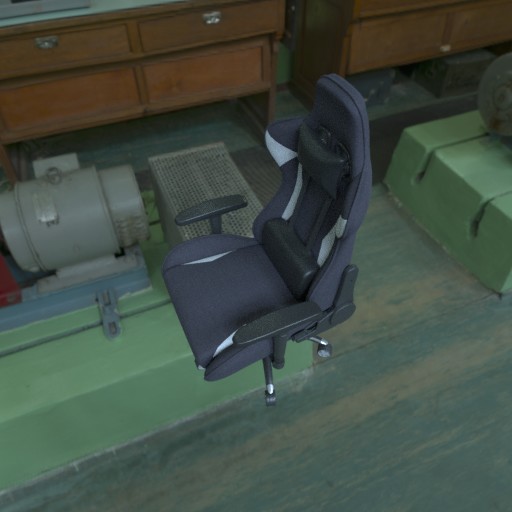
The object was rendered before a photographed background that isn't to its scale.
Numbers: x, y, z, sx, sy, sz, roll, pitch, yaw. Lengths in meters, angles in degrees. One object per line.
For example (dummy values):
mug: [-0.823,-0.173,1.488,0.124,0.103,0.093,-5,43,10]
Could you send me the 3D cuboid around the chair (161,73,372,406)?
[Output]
chair: [0.000,0.000,1.744,0.695,1.300,0.730,-18,49,-16]
